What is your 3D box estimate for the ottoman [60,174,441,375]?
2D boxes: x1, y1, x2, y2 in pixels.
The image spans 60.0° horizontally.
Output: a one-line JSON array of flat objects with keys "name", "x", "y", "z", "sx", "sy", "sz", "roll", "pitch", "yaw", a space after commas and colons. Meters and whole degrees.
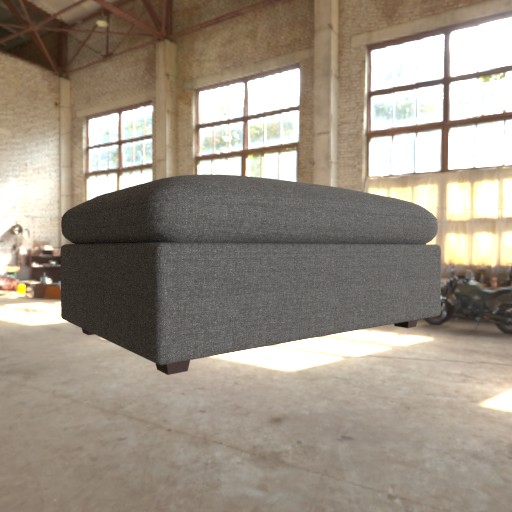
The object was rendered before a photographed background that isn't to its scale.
[{"name": "ottoman", "x": 0.000, "y": 0.000, "z": 1.445, "sx": 1.041, "sy": 0.483, "sz": 0.711, "roll": -1, "pitch": 1, "yaw": -38}]
